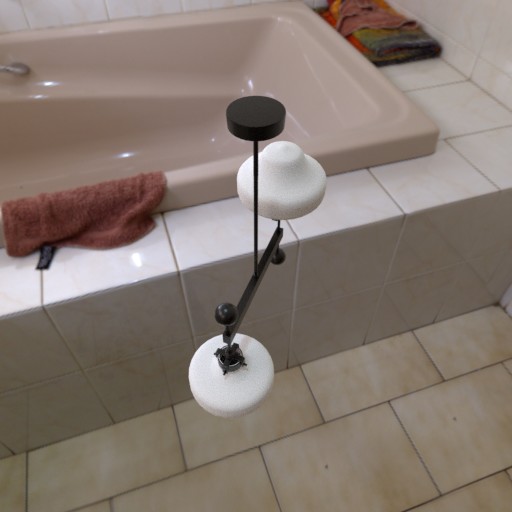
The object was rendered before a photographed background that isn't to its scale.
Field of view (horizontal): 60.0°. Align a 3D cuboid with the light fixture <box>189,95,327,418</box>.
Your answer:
[{"bbox_3d":[0.000,0.000,1.033,0.422,0.743,0.489,-12,49,-11],"label":"light fixture"}]
